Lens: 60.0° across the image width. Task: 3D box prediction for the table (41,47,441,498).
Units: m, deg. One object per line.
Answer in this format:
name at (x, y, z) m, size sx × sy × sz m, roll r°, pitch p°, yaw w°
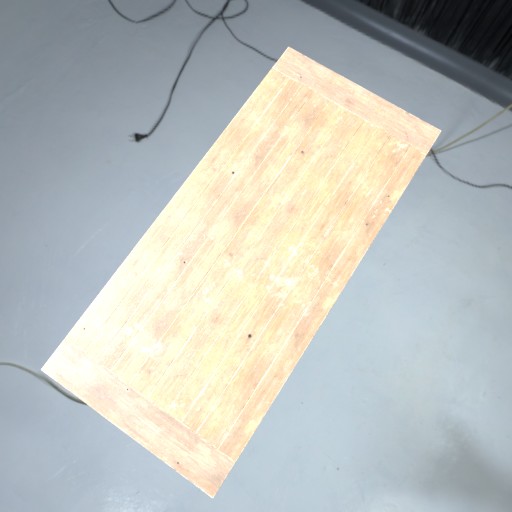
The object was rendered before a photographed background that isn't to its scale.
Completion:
table at (0.000, 0.000, 2.090) m, size 0.820 × 0.465 × 1.800 m, roll 33°, pitch 77°, yaw 8°
